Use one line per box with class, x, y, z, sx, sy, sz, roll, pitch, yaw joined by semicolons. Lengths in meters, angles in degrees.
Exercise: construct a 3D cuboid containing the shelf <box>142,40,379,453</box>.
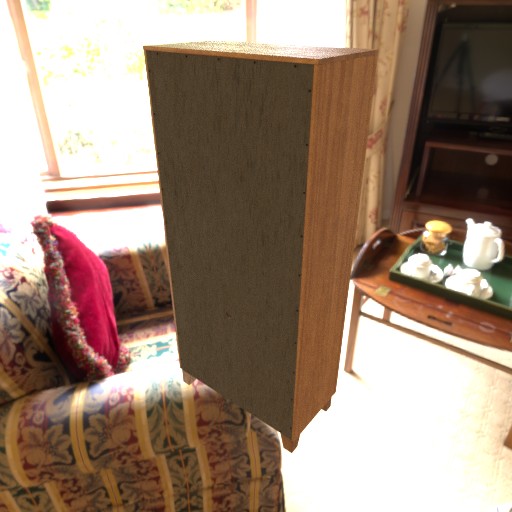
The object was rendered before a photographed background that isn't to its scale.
shelf;0.000;0.000;2.259;0.864;1.930;0.453;21;36;33
